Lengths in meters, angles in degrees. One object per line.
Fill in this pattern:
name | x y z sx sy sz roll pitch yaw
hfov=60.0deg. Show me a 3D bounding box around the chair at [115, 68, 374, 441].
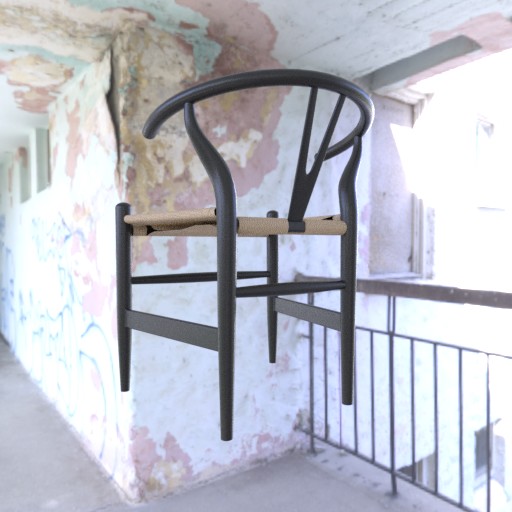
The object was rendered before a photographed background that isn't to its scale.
chair | 0.000 0.000 1.124 0.570 0.739 0.570 -1 2 -35
